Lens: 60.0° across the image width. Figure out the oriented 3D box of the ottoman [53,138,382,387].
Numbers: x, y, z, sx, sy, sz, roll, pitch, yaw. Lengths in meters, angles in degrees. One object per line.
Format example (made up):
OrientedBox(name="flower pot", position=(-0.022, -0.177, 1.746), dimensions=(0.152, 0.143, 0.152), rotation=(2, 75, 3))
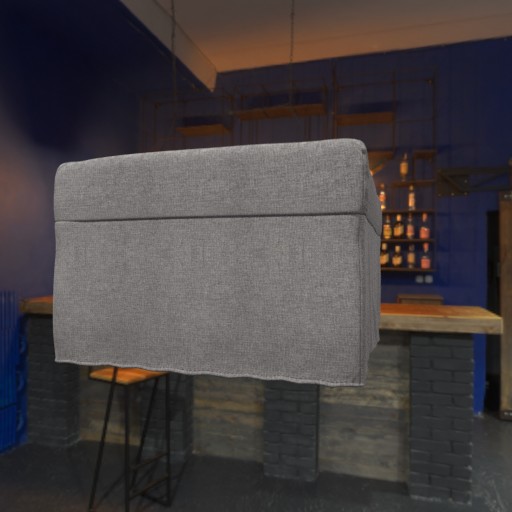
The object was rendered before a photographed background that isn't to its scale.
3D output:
OrientedBox(name="ottoman", position=(0.000, 0.000, 1.215), dimensions=(0.652, 0.492, 0.833), rotation=(0, 0, 18))
